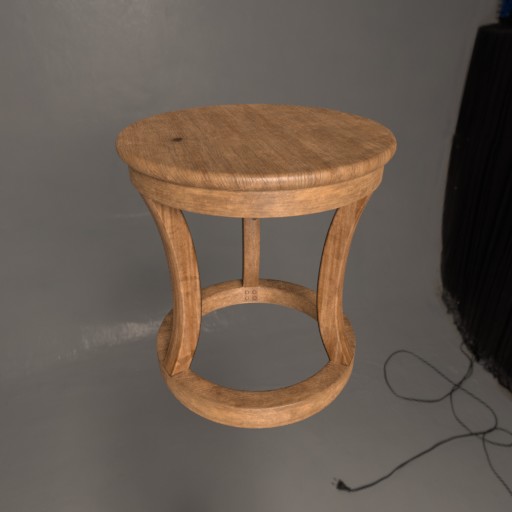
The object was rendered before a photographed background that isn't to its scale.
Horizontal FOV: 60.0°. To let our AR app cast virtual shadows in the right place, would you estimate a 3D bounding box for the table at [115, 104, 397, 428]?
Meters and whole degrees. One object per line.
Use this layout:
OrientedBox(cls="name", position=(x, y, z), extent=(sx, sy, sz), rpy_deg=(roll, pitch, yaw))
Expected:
OrientedBox(cls="table", position=(0.000, 0.000, 0.816), extent=(0.432, 0.460, 0.432), rpy_deg=(0, 30, 0))
